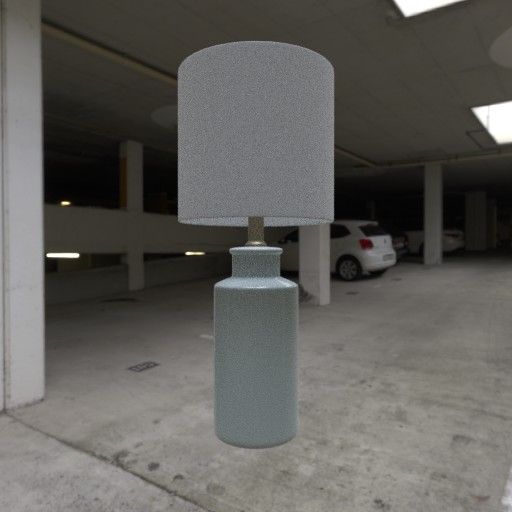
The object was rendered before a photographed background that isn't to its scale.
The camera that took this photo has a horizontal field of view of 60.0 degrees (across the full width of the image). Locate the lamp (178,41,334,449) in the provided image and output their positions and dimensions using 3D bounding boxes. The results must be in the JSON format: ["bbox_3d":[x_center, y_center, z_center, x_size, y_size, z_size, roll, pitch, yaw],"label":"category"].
[{"bbox_3d":[0.000,0.000,0.614,0.212,0.493,0.212,1,1,36],"label":"lamp"}]
